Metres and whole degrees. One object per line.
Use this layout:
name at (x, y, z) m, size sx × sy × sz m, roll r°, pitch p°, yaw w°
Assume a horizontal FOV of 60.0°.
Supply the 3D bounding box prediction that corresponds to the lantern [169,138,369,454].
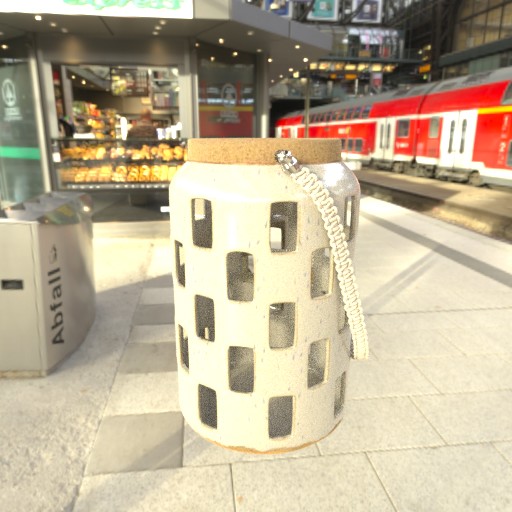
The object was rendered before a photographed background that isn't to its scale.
lantern at (0.000, 0.000, 0.495) m, size 0.184 × 0.255 × 0.347 m, roll -2°, pitch 15°, yaw -9°
